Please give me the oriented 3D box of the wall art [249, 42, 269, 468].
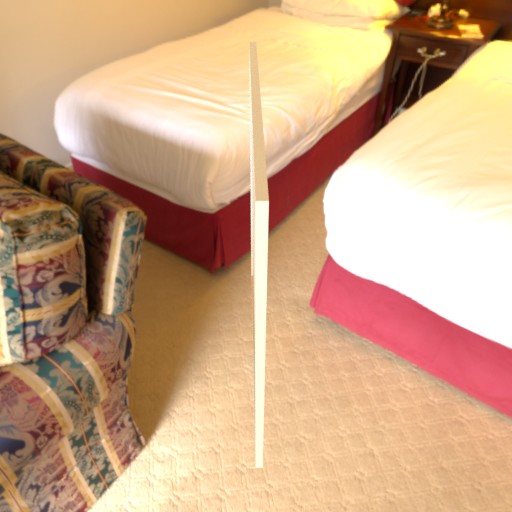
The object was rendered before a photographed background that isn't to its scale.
[{"bbox_3d":[0.000,0.000,0.765,0.012,0.557,0.482,-1,41,-1],"label":"wall art"}]
